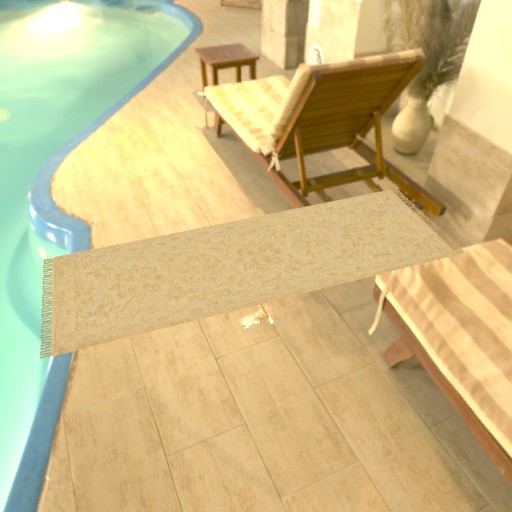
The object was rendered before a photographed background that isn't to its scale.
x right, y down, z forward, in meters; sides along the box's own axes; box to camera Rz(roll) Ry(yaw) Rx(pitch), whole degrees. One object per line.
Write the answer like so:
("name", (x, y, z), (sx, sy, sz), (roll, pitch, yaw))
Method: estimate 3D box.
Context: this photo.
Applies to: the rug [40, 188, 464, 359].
("rug", (0.000, 0.000, 2.804), (2.544, 0.015, 0.795), (-13, 43, -14))
